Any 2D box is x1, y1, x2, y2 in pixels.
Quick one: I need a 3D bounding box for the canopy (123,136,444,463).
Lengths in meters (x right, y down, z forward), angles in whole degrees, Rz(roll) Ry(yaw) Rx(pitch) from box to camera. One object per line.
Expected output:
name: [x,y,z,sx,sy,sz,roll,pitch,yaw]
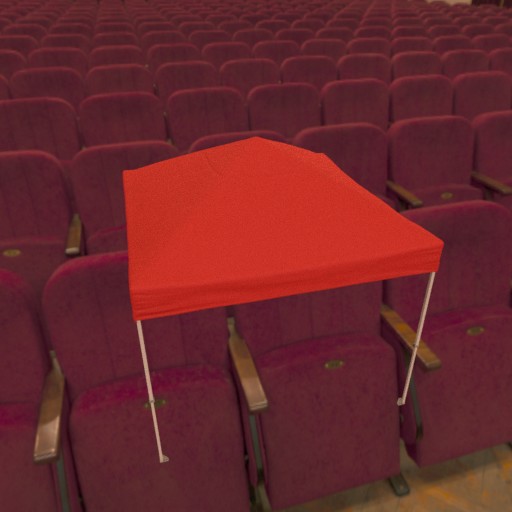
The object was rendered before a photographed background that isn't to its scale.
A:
canopy: [0.000,0.000,5.568,2.998,2.997,2.996,-8,31,-13]
